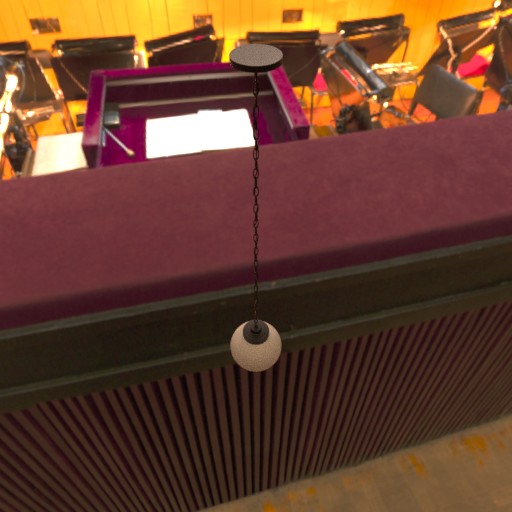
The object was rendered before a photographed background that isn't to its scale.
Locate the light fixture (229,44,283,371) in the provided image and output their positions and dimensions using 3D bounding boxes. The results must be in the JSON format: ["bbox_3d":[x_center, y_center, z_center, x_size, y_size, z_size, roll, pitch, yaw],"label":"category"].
[{"bbox_3d":[0.000,0.000,2.087,0.304,1.867,0.305,-9,47,-9],"label":"light fixture"}]
